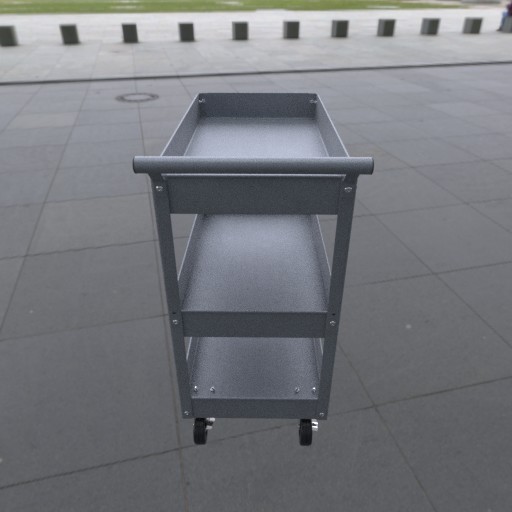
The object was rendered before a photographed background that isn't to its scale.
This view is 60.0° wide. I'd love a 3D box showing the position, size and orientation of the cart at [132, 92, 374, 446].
[{"bbox_3d":[0.000,0.000,1.175,0.366,0.780,0.719,0,32,1],"label":"cart"}]
